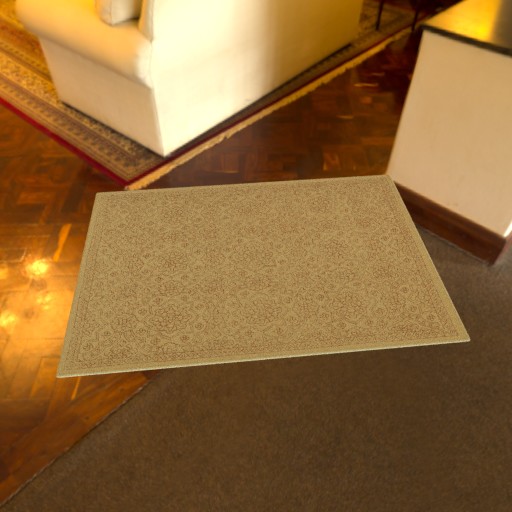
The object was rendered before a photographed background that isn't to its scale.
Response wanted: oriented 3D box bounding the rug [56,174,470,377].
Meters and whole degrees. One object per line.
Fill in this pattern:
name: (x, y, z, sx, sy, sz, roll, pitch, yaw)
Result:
rug: (0.000, 0.000, 2.348, 1.829, 0.010, 1.219, -4, 48, -4)
